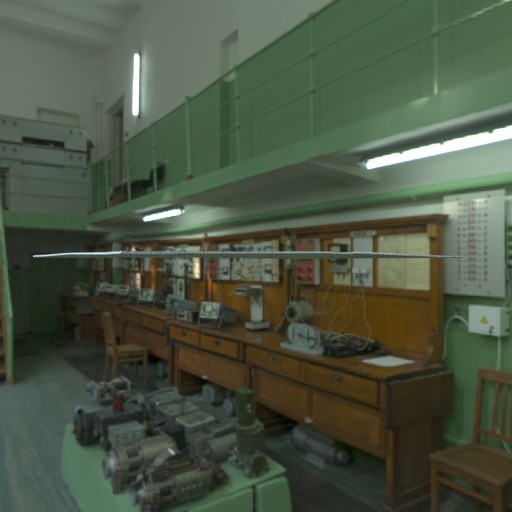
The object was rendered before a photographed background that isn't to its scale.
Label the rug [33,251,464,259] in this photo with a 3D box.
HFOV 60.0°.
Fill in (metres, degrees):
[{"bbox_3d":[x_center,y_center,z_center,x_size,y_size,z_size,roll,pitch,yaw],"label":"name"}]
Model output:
[{"bbox_3d":[0.000,0.000,2.220,1.820,0.022,1.179,1,-1,-37],"label":"rug"}]
